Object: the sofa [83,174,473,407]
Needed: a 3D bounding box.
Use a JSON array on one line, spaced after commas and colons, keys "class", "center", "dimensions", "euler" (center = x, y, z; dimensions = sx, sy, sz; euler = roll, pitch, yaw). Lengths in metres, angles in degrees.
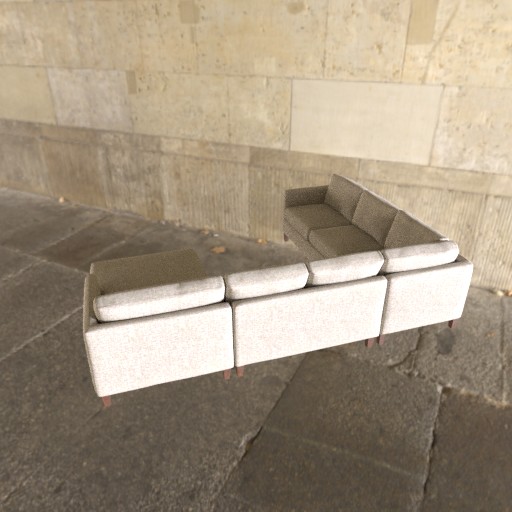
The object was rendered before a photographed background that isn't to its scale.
[{"class": "sofa", "center": [0.000, 0.000, 4.812], "dimensions": [3.460, 0.959, 2.593], "euler": [-8, 28, -16]}]
